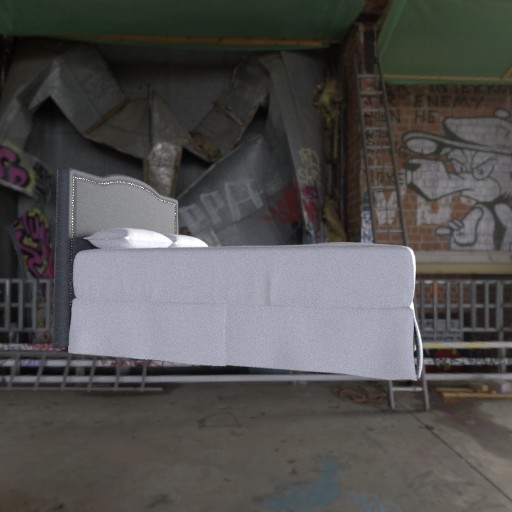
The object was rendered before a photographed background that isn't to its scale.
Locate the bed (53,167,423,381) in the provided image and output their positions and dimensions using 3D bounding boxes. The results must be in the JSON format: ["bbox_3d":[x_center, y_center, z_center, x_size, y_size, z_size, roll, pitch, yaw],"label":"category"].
[{"bbox_3d":[0.000,0.000,3.618,2.507,1.441,1.747,0,-1,18],"label":"bed"}]
